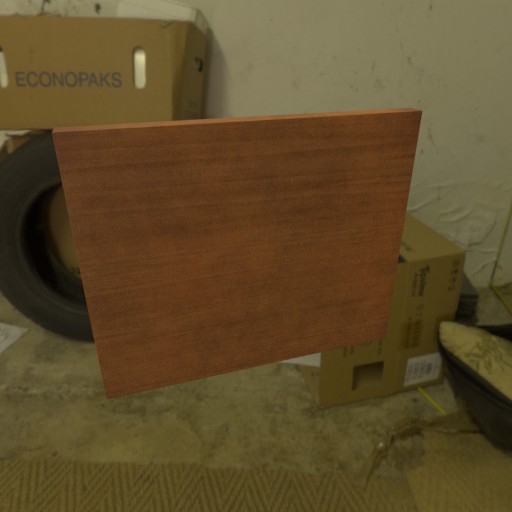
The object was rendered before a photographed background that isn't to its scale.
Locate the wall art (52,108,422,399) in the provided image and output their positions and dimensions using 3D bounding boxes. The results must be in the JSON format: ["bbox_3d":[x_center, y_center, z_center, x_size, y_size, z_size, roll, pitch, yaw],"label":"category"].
[{"bbox_3d":[0.000,0.000,0.760,0.558,0.457,0.033,-8,28,-16],"label":"wall art"}]
